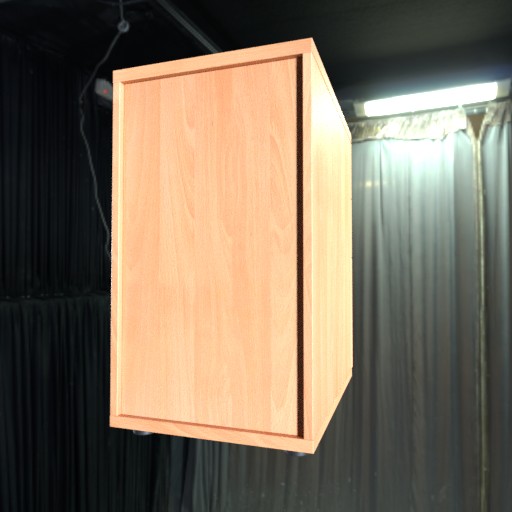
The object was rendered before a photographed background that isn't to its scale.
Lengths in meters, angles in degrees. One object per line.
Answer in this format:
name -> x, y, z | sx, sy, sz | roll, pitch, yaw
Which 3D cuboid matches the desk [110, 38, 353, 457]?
desk -> 0.000, 0.000, 1.098 | 0.404, 0.730, 0.600 | -1, -2, 19
